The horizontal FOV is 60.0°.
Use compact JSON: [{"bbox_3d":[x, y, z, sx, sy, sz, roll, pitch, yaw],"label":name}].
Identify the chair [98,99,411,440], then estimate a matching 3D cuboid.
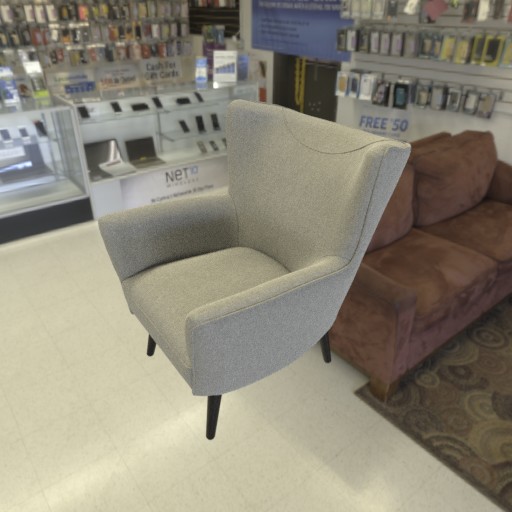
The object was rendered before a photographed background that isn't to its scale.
[{"bbox_3d":[0.000,0.000,1.607,0.888,0.933,0.781,-20,36,-30],"label":"chair"}]
